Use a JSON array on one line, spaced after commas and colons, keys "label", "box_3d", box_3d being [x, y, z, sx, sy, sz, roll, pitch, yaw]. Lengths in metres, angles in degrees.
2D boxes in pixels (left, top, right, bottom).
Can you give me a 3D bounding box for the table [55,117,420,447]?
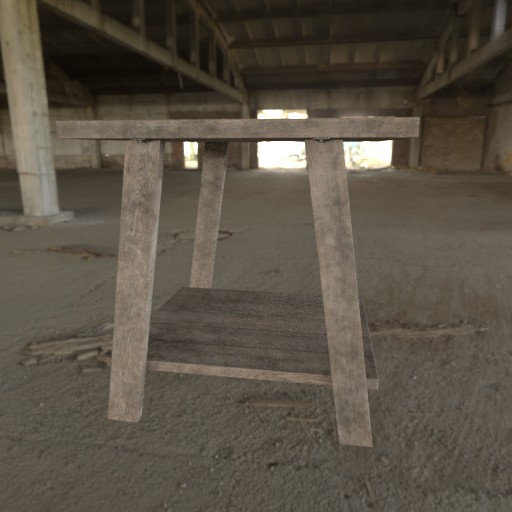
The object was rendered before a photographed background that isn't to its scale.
[{"label": "table", "box_3d": [0.000, 0.000, 1.090, 0.610, 0.610, 0.610, 2, 14, 9]}]
